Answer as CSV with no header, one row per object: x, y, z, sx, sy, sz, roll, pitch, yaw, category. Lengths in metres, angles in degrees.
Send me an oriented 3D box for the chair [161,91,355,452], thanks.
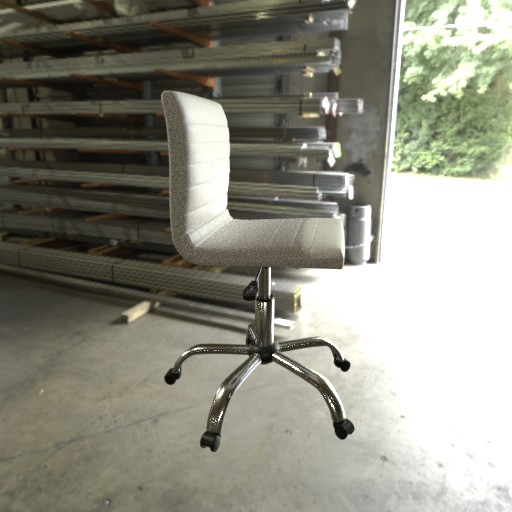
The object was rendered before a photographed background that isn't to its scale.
0.000,0.000,1.142,0.530,0.780,0.556,3,15,10,chair
